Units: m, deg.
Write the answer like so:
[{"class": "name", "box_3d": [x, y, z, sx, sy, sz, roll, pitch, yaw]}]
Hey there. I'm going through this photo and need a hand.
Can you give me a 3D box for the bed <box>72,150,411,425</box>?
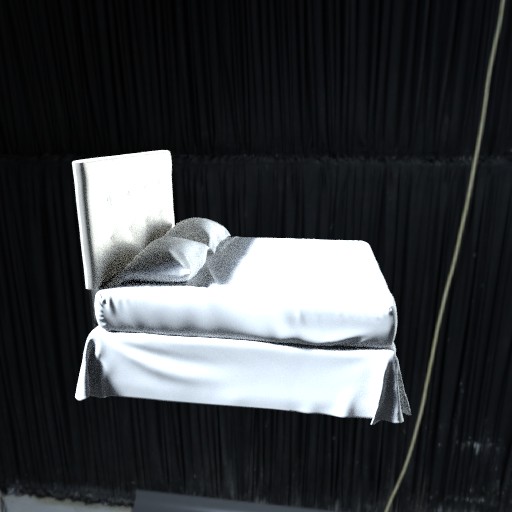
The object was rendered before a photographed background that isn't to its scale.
[{"class": "bed", "box_3d": [0.000, 0.000, 3.545, 2.222, 1.577, 1.936, 2, 16, 8]}]
